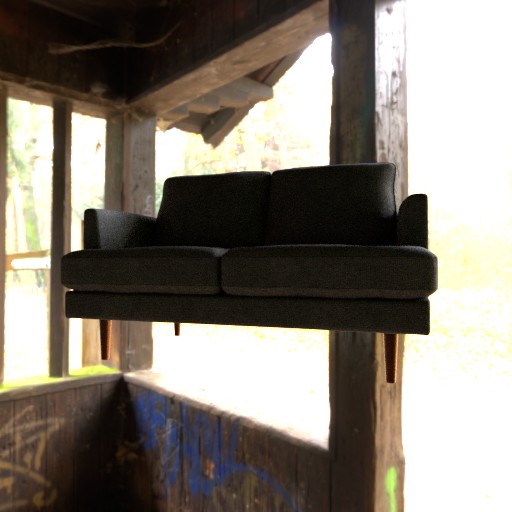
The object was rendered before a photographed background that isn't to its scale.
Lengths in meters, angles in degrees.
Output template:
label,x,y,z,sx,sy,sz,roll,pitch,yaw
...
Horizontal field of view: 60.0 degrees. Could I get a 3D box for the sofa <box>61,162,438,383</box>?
label,x,y,z,sx,sy,sz,roll,pitch,yaw
sofa,0.000,0.000,2.150,1.582,0.956,0.903,0,-1,18
